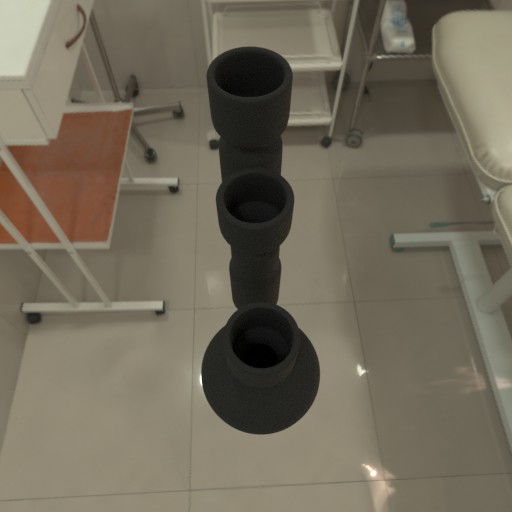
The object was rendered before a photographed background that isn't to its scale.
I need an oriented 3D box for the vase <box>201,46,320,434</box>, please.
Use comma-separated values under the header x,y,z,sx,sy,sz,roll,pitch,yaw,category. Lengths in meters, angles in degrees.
x,y,z,sx,sy,sz,roll,pitch,yaw,category
0.000,0.000,0.434,0.120,0.249,0.307,-2,60,-1,vase
